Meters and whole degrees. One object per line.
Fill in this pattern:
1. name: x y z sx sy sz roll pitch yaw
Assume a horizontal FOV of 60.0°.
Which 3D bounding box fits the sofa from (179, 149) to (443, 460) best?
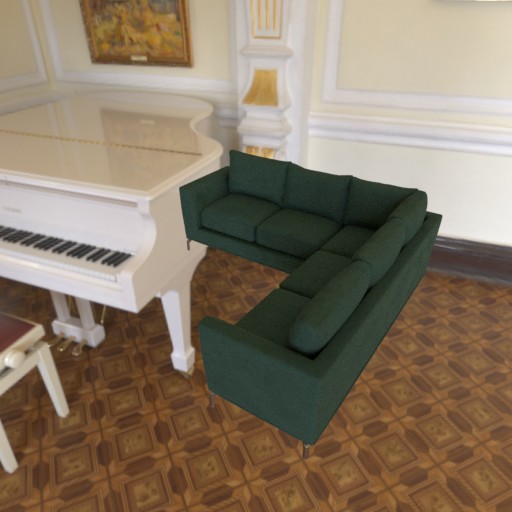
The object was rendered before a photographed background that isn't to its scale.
1. sofa: 0.000 0.000 3.872 2.468 1.004 2.452 19 35 29
